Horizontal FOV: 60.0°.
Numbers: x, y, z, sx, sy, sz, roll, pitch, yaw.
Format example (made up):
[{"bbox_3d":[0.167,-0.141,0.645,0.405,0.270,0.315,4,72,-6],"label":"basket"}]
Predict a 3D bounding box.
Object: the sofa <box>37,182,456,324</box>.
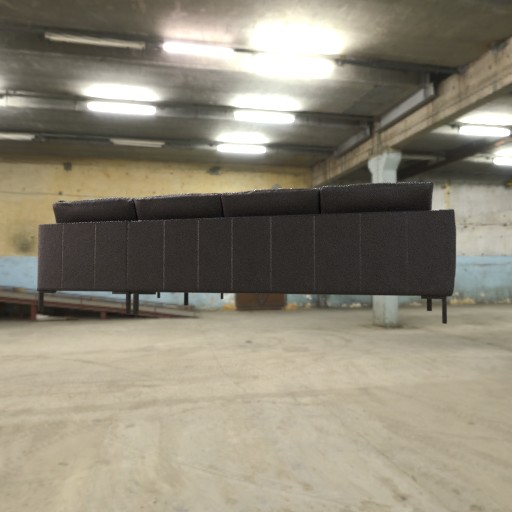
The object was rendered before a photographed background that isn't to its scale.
[{"bbox_3d":[0.000,0.000,3.871,2.984,0.877,1.938,-1,-2,17],"label":"sofa"}]
